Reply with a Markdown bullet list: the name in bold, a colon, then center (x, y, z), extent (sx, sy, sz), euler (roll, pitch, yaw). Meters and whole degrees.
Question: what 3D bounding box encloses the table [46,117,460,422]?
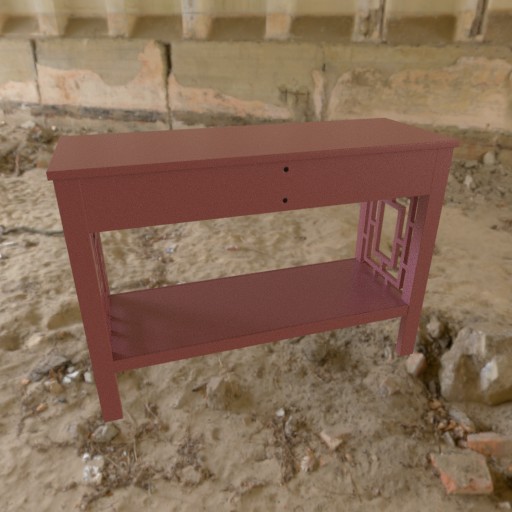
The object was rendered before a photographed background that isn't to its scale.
- **table**: center (0.000, 0.000, 1.430), extent (1.068, 0.753, 0.397), euler (-8, 28, -15)
